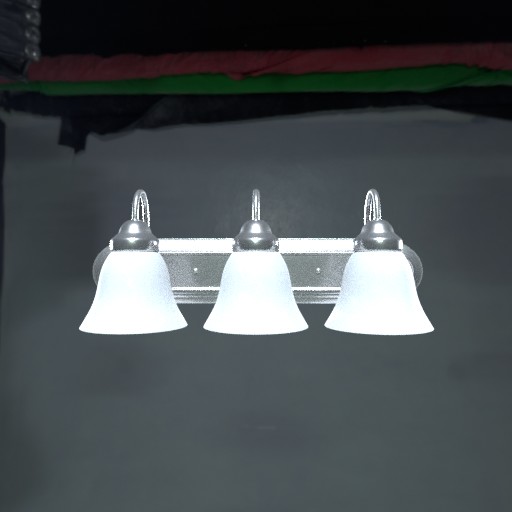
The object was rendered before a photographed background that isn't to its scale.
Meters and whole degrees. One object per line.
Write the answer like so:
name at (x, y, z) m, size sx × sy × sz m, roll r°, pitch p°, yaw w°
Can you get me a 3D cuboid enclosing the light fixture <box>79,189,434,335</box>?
light fixture at (0.000, 0.000, 0.721) m, size 0.610 × 0.222 × 0.199 m, roll 0°, pitch -1°, yaw 1°
